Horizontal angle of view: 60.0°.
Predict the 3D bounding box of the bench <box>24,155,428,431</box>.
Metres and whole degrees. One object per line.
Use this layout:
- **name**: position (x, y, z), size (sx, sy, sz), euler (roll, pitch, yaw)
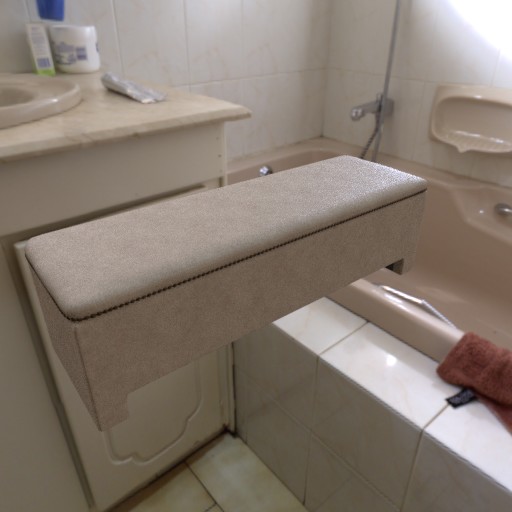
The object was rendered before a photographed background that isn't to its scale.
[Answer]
- **bench**: position (0.000, 0.000, 1.692), size (1.482, 0.447, 0.470), euler (-21, 36, -32)
